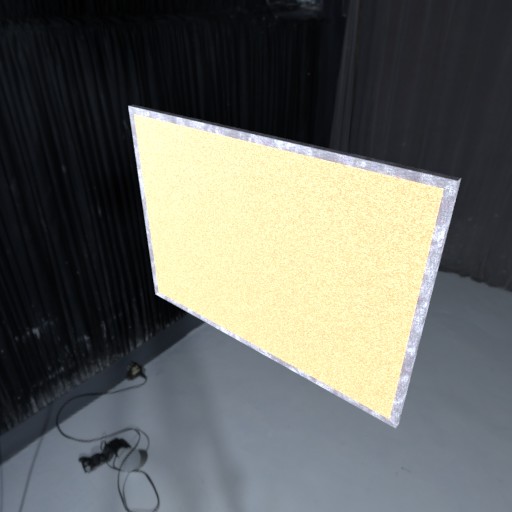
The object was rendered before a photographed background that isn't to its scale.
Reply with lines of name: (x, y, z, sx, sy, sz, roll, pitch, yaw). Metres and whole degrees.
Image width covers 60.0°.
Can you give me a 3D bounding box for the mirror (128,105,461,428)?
mirror: (0.000, 0.000, 1.436, 1.101, 0.795, 0.022, 23, 38, 32)
